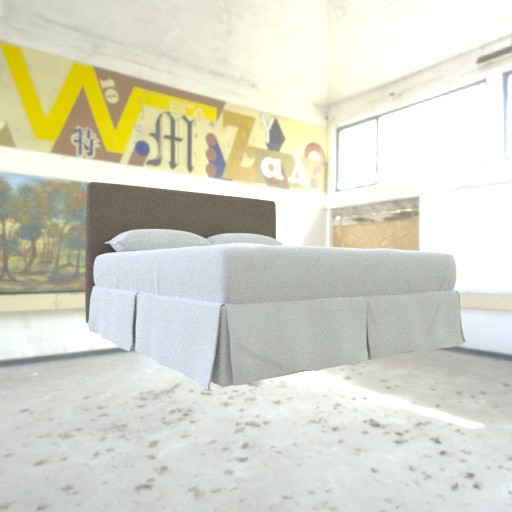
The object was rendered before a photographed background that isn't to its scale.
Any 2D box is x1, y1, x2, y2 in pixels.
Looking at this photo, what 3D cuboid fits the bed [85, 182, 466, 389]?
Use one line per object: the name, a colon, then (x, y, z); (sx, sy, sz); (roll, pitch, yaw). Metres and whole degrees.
bed: (0.000, 0.000, 3.509); (2.119, 1.317, 2.341); (1, -2, -35)
